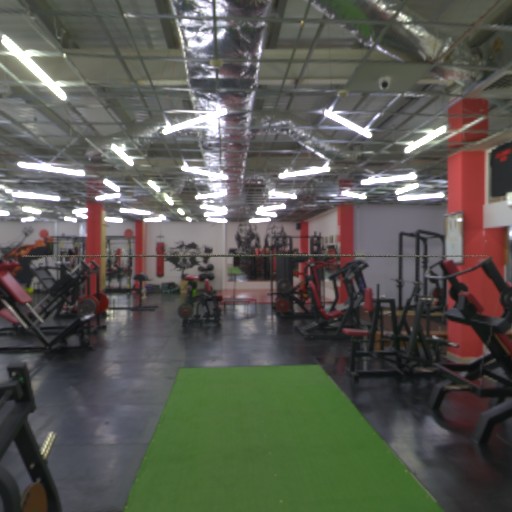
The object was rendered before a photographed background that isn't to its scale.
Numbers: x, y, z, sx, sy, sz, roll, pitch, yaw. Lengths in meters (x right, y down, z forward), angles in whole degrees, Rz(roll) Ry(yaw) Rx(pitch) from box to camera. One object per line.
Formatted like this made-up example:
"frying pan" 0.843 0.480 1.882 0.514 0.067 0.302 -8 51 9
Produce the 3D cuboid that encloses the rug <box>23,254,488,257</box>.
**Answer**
"rug" 0.000 0.000 2.551 2.335 0.013 0.697 0 0 -2
